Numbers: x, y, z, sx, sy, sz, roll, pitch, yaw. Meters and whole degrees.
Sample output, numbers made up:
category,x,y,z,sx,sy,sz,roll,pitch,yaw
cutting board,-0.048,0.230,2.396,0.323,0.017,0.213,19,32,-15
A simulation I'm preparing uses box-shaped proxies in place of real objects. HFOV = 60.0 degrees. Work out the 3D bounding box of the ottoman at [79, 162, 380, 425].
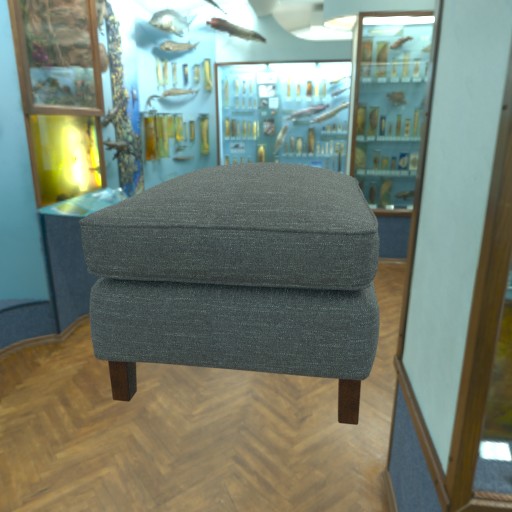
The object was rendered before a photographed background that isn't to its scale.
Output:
category,x,y,z,sx,sy,sz,roll,pitch,yaw
ottoman,0.000,0.000,1.012,0.508,0.406,0.686,3,17,9
